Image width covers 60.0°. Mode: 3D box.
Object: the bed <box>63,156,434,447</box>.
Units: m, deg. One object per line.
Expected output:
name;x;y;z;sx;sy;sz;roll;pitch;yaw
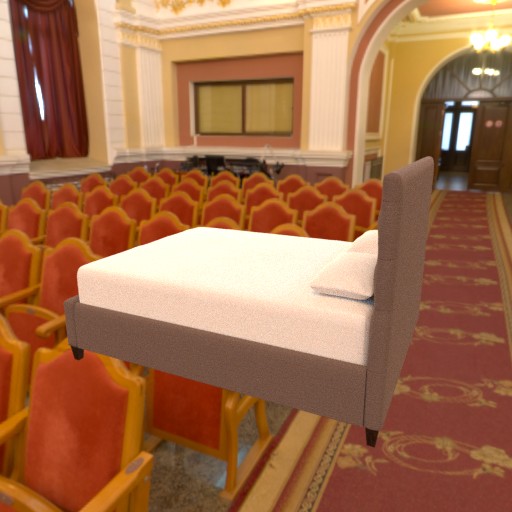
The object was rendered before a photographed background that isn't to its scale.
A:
bed;0.000;0.000;3.306;2.233;1.426;1.696;7;17;25
